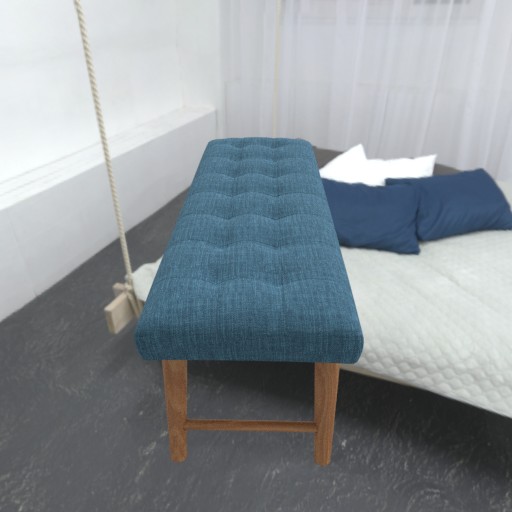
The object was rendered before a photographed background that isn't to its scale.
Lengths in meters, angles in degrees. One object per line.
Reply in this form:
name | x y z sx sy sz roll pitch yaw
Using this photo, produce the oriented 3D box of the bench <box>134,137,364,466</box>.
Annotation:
bench | 0.000 0.000 1.331 0.406 0.432 1.118 1 31 1
